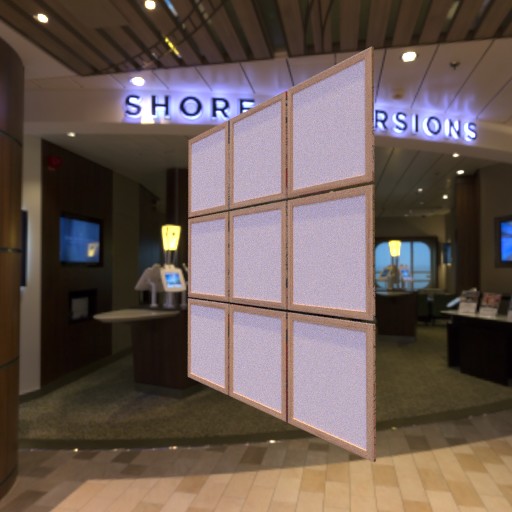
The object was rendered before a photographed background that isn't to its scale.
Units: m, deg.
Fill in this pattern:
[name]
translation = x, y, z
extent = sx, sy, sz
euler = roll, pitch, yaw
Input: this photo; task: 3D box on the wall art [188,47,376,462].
[wall art]
translation = 0.000, 0.000, 2.261
extent = 0.013, 1.534, 1.519
euler = 1, -1, -35
